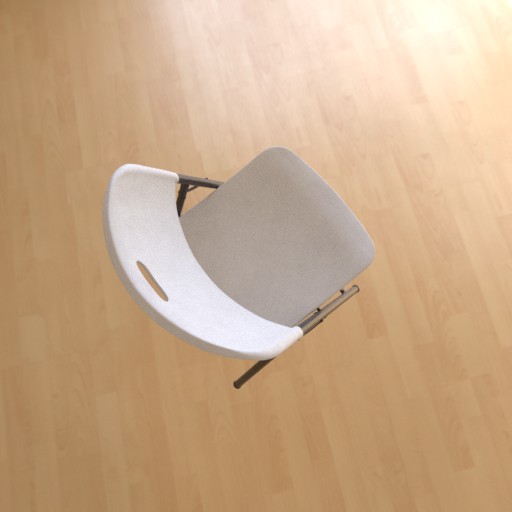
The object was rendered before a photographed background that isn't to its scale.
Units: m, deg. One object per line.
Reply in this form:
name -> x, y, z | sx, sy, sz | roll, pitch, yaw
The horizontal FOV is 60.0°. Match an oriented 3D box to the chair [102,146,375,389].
chair -> 0.000, 0.000, 1.202 | 0.566, 0.810, 0.494 | -37, 78, -9
